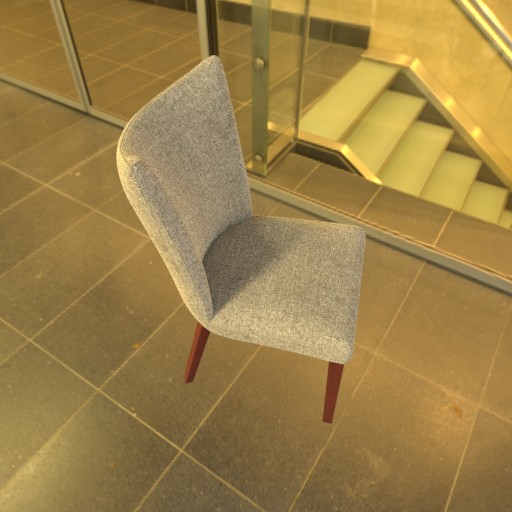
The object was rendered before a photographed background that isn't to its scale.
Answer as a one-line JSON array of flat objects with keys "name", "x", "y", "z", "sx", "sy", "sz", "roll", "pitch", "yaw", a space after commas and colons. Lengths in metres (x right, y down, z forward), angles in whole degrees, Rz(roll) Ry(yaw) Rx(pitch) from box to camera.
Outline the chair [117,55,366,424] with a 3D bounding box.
[{"name": "chair", "x": 0.000, "y": 0.000, "z": 1.297, "sx": 0.623, "sy": 0.924, "sz": 0.535, "roll": 10, "pitch": 47, "yaw": 10}]
